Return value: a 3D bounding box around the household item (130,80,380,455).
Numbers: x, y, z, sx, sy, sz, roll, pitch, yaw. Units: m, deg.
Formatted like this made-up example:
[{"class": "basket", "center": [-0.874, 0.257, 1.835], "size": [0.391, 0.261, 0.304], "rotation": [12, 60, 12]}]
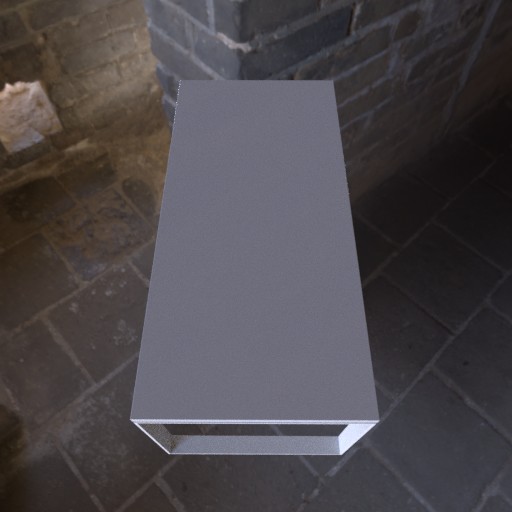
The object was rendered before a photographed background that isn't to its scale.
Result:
[{"class": "household item", "center": [0.000, 0.000, 2.184], "size": [0.800, 0.745, 1.700], "rotation": [0, 58, 0]}]
